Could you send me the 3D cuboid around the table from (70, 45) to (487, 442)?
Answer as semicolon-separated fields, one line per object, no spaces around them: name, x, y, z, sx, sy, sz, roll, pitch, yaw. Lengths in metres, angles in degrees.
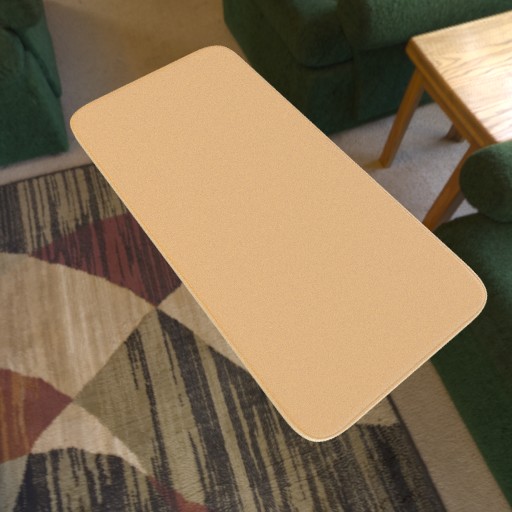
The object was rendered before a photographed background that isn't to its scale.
table;0.000;0.000;1.567;0.610;0.729;1.219;-34;67;-16
